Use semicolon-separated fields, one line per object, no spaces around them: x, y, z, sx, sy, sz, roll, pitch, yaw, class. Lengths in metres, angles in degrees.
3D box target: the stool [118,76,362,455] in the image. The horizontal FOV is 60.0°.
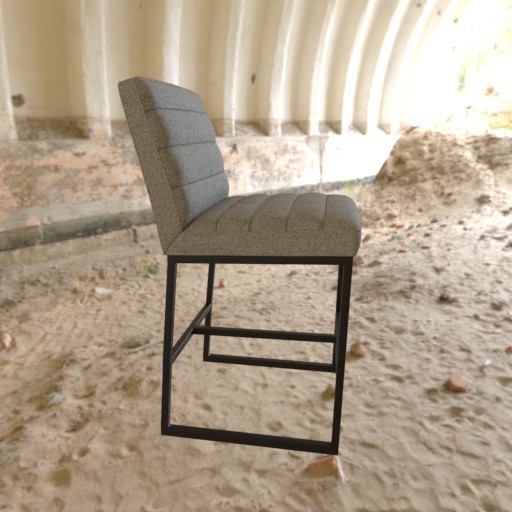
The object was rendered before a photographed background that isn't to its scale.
0.000;0.000;1.279;0.560;0.940;0.460;3;16;9;stool
